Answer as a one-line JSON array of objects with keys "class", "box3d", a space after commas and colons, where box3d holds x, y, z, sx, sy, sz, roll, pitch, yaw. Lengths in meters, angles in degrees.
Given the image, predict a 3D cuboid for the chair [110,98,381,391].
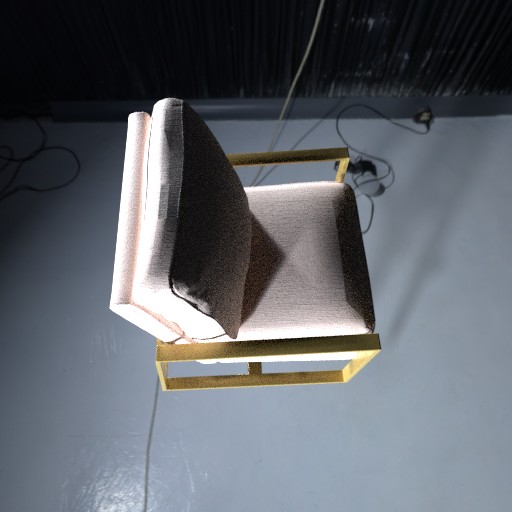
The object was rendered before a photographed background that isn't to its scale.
[{"class": "chair", "box3d": [0.000, 0.000, 1.577, 0.813, 0.956, 0.758, -2, 65, -1]}]
